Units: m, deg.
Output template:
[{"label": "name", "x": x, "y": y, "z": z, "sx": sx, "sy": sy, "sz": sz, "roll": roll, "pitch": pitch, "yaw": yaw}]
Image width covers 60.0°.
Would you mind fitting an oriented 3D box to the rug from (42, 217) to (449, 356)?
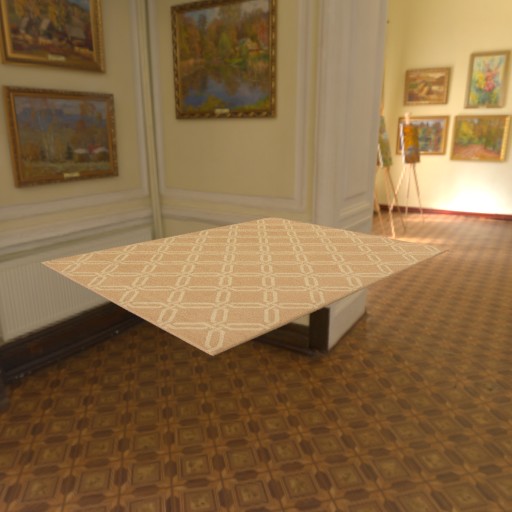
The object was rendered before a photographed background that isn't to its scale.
[{"label": "rug", "x": 0.000, "y": 0.000, "z": 3.990, "sx": 2.895, "sy": 0.018, "sz": 2.288, "roll": -15, "pitch": 22, "yaw": -43}]
